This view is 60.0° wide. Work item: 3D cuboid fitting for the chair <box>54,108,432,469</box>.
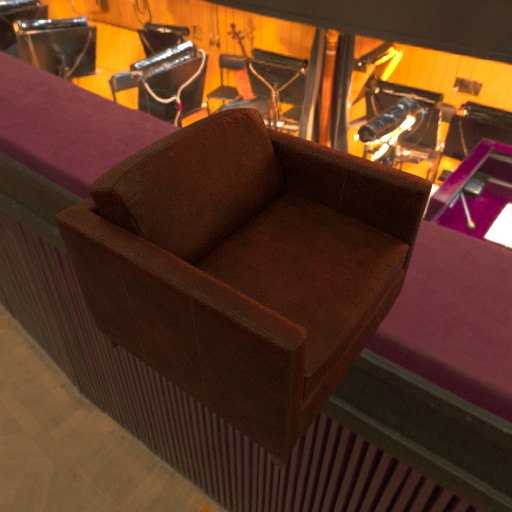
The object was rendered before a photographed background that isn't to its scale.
[{"bbox_3d":[0.000,0.000,1.739,0.975,0.864,0.990,26,47,27],"label":"chair"}]
